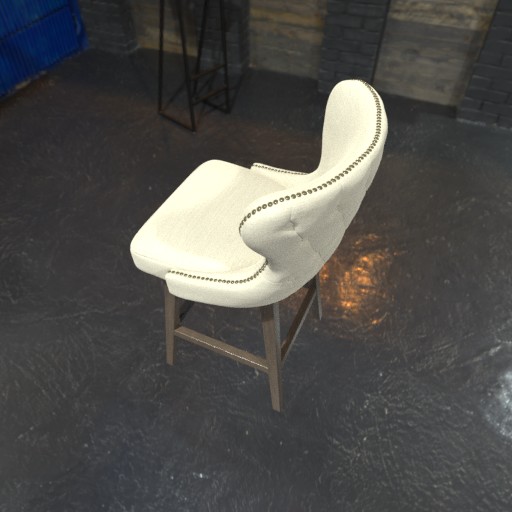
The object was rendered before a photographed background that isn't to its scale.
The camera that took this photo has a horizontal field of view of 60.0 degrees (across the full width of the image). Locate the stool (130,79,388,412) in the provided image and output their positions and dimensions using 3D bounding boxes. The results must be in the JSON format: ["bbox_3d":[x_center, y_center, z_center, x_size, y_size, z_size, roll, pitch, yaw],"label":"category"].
[{"bbox_3d":[0.000,0.000,1.372,0.597,0.972,0.615,19,50,17],"label":"stool"}]
